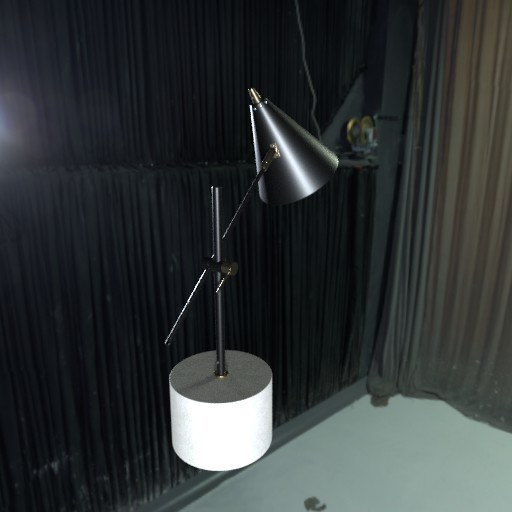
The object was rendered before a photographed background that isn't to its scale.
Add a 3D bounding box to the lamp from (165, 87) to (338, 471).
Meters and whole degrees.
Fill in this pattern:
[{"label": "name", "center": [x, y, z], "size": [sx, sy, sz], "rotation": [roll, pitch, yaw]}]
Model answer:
[{"label": "lamp", "center": [0.000, 0.000, 0.709], "size": [0.214, 0.518, 0.403], "rotation": [14, 21, 42]}]
